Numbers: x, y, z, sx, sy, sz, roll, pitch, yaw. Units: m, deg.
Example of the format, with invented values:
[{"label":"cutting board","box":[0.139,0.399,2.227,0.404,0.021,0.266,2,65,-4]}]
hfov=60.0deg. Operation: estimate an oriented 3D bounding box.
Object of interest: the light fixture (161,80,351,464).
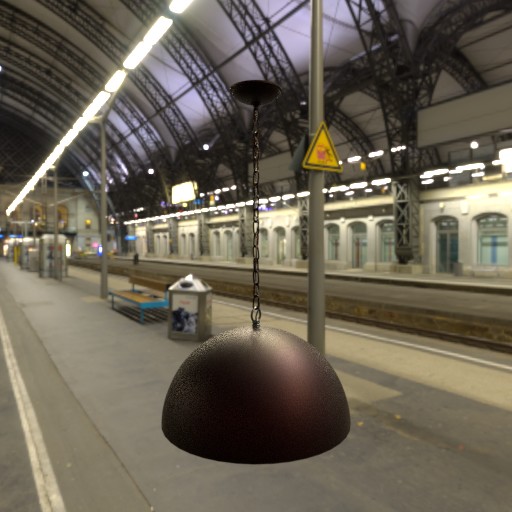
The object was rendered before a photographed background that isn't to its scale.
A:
[{"label":"light fixture","box":[0.000,0.000,1.168,0.492,0.869,0.492,1,1,37]}]
